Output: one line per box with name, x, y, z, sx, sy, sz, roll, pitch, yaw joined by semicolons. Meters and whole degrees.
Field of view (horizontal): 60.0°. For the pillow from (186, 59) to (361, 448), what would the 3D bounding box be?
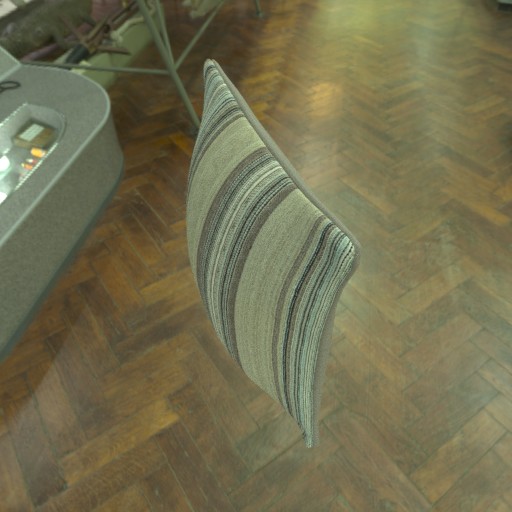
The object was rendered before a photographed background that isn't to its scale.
pillow;0.000;0.000;0.651;0.189;0.416;0.435;-15;47;-14
